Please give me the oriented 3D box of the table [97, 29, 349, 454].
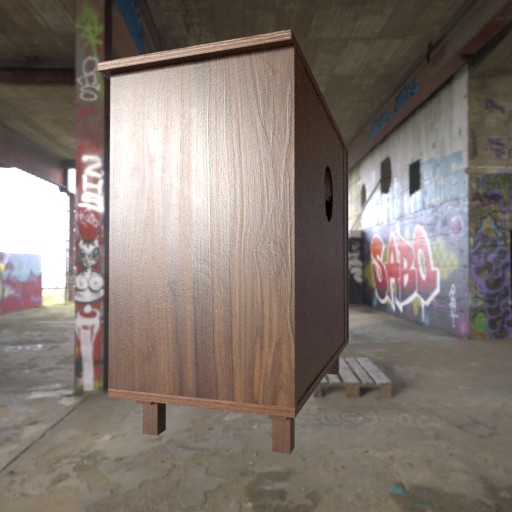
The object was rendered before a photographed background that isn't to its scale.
[{"bbox_3d":[0.000,0.000,1.159,0.390,0.725,0.802,0,-1,18],"label":"table"}]
